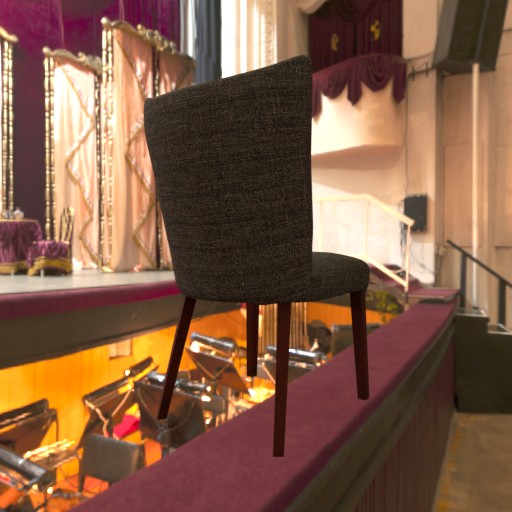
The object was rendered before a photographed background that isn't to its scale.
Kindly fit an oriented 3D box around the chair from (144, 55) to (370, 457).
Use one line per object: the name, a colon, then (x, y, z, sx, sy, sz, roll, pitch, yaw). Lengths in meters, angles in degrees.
chair: (0.000, 0.000, 1.303, 0.535, 0.924, 0.623, 1, 2, 35)
